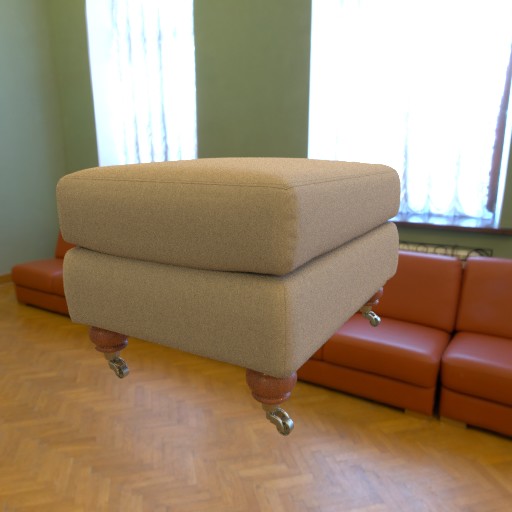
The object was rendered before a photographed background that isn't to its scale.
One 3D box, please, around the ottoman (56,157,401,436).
[{"bbox_3d":[0.000,0.000,1.147,0.574,0.497,0.773,8,15,29],"label":"ottoman"}]
